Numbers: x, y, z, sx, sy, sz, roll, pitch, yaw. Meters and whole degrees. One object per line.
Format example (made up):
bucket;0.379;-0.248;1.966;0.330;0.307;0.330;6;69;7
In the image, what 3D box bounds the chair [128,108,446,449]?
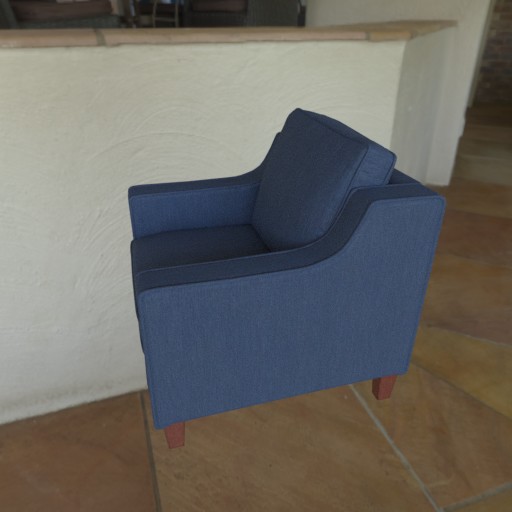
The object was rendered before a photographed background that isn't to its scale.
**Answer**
chair;0.000;0.000;1.666;0.909;0.960;0.831;-8;30;-14
